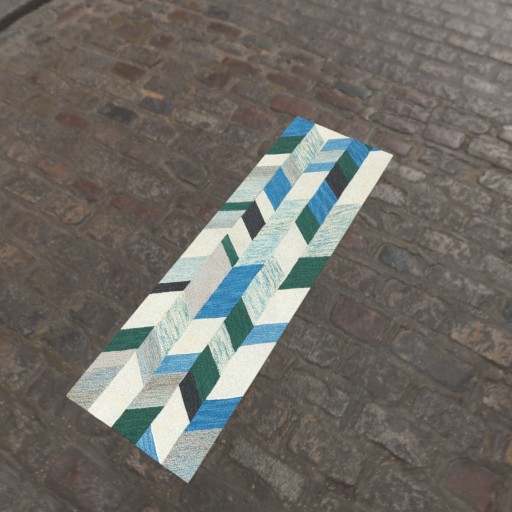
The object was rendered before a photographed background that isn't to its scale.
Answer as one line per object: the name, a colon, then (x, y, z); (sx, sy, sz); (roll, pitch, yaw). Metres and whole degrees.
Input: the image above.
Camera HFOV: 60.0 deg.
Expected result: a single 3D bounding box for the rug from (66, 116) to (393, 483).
rug: (0.000, 0.000, 2.687); (0.774, 0.008, 2.437); (28, 62, 16)
